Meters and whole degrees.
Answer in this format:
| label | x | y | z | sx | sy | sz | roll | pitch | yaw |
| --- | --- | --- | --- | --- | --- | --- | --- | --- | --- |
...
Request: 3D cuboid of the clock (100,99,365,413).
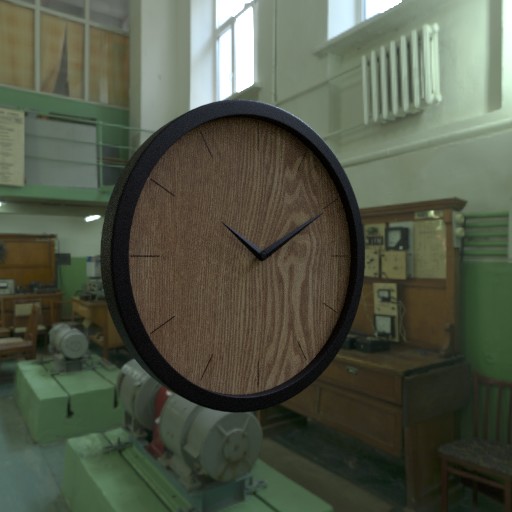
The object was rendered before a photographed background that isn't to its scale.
| label | x | y | z | sx | sy | sz | roll | pitch | yaw |
| --- | --- | --- | --- | --- | --- | --- | --- | --- | --- |
| clock | 0.000 | 0.000 | 0.463 | 0.314 | 0.314 | 0.029 | 0 | 0 | -36 |
